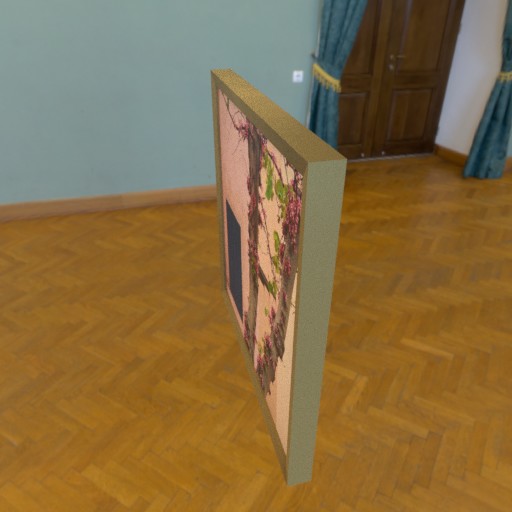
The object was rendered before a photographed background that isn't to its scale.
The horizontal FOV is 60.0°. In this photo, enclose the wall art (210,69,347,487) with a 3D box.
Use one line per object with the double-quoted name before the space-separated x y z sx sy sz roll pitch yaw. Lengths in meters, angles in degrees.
"wall art" 0.000 0.000 0.745 0.038 0.508 0.507 -8 33 -13
